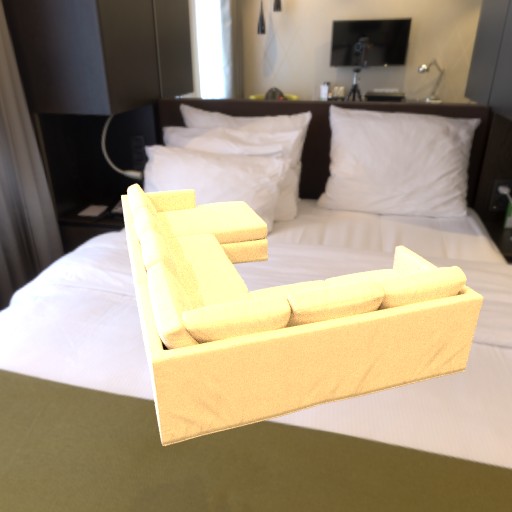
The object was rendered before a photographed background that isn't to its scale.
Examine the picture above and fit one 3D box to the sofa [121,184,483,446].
[{"bbox_3d":[0.000,0.000,4.513,2.427,0.882,3.460,-8,26,-17],"label":"sofa"}]
